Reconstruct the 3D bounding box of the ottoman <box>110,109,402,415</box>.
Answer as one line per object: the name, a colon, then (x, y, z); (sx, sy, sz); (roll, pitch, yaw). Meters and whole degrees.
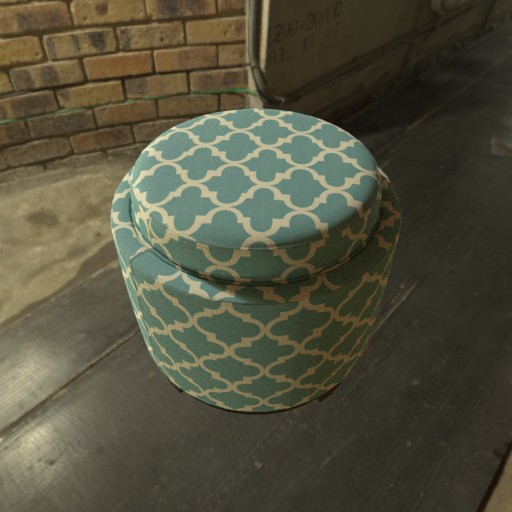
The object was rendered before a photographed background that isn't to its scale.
ottoman: (0.000, 0.000, 0.835); (0.480, 0.429, 0.480); (0, 45, 0)
